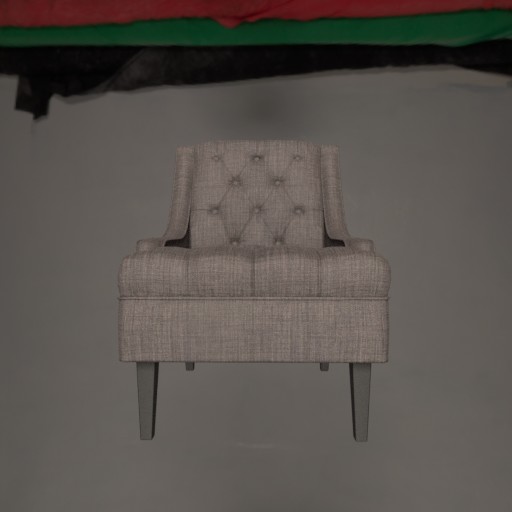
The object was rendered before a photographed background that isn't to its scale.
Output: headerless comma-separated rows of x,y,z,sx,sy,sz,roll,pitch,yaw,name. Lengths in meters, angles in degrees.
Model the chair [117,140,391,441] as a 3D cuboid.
0.000,0.000,1.385,0.655,0.891,0.771,0,0,1,chair
